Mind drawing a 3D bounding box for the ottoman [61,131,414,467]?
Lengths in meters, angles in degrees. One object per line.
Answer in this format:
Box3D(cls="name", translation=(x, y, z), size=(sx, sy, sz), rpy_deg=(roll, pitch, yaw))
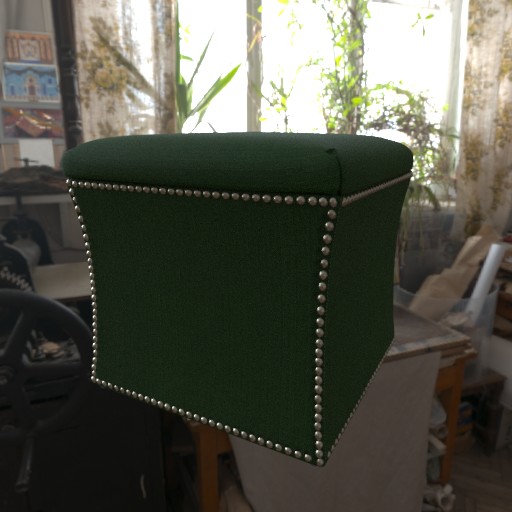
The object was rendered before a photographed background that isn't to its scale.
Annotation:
Box3D(cls="ottoman", translation=(0.000, 0.000, 0.878), size=(0.507, 0.475, 0.497), rpy_deg=(8, 17, 28))
